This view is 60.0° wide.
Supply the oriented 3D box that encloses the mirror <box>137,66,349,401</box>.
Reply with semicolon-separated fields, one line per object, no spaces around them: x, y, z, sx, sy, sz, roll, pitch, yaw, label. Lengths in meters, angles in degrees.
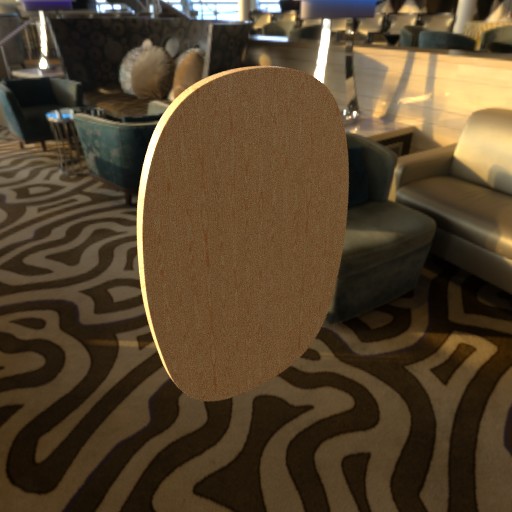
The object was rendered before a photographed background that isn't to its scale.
0.000;0.000;1.362;0.724;1.075;0.037;-19;35;-29;mirror
